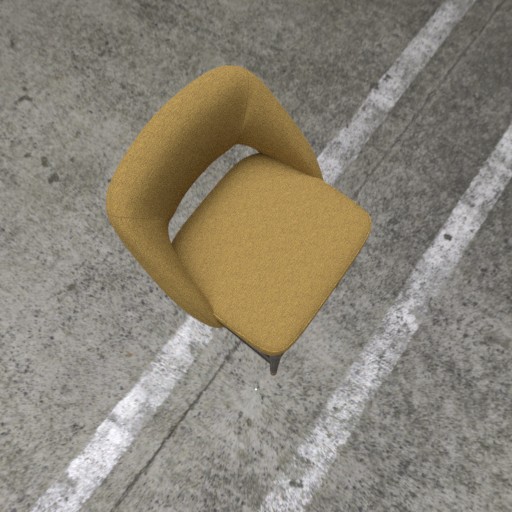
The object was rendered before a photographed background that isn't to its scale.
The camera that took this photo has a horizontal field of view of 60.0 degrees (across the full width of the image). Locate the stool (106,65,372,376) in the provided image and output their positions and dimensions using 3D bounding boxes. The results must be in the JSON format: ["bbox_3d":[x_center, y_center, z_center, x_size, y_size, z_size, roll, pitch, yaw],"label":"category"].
[{"bbox_3d":[0.000,0.000,1.347,0.522,1.032,0.536,35,76,10],"label":"stool"}]
